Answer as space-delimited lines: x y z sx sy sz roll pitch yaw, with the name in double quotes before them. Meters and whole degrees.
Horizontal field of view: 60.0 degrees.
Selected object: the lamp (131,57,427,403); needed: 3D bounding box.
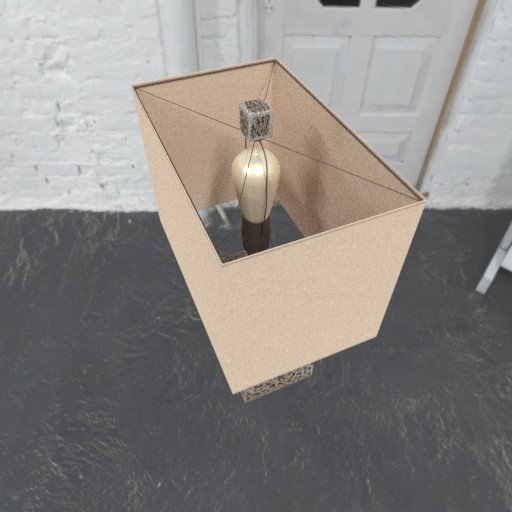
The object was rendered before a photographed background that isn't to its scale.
"lamp" 0.000 0.000 0.562 0.180 0.411 0.294 -18 50 -15
